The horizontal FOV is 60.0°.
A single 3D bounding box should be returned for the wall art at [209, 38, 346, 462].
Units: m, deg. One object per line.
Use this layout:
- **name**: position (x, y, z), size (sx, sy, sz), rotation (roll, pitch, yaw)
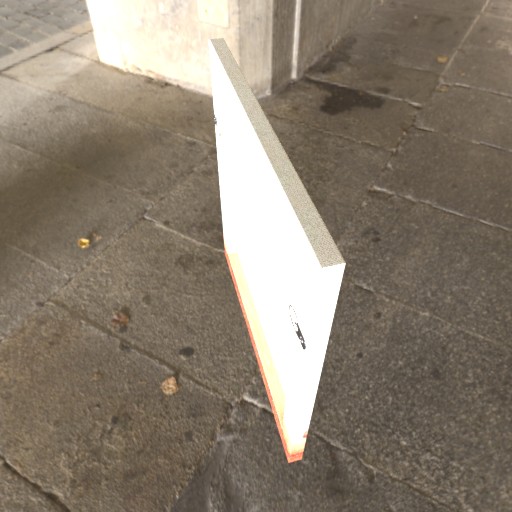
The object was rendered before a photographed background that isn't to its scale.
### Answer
- **wall art**: position (0.000, 0.000, 1.107), size (0.042, 0.760, 0.760), rotation (-11, 48, -10)
